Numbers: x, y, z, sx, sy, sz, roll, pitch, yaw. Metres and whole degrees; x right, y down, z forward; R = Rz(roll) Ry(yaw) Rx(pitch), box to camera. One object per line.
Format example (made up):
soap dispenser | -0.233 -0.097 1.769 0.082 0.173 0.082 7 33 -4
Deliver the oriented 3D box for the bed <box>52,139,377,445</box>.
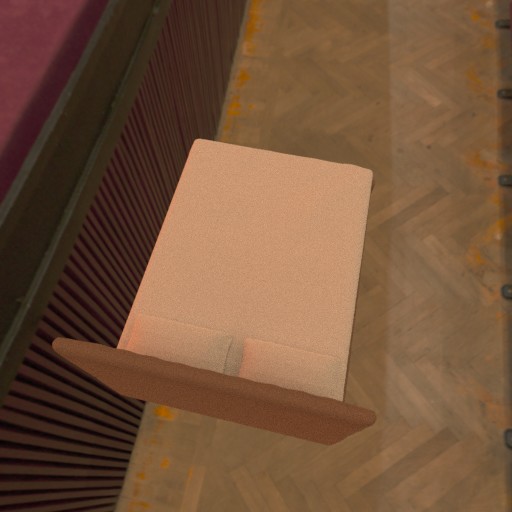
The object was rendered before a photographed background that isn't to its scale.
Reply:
bed | 0.000 0.000 3.308 1.696 1.426 2.233 12 64 6
